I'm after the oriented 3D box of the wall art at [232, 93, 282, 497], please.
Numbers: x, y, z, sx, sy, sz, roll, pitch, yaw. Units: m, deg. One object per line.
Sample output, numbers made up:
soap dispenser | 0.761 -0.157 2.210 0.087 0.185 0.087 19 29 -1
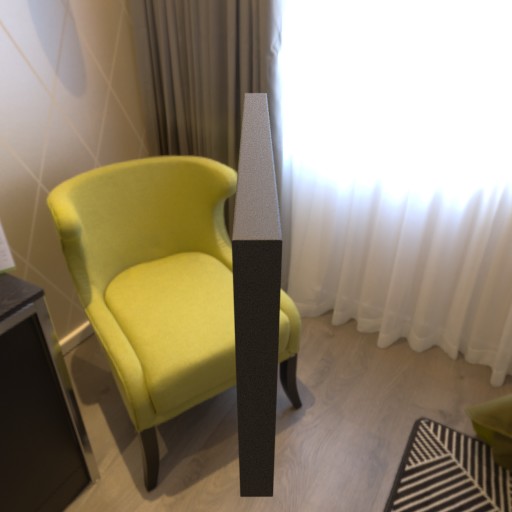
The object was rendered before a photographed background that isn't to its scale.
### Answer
wall art | 0.000 0.000 0.846 0.051 0.456 0.671 0 32 0
